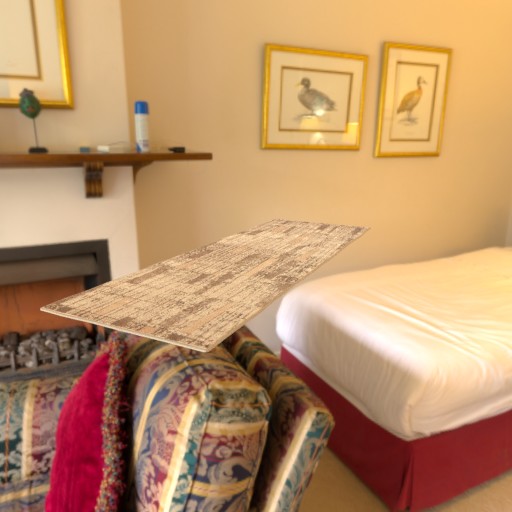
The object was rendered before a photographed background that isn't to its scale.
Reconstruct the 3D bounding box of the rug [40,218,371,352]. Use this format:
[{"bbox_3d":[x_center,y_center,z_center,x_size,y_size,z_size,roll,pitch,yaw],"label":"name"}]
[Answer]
[{"bbox_3d":[0.000,0.000,2.712,0.857,0.018,2.383,8,17,26],"label":"rug"}]
